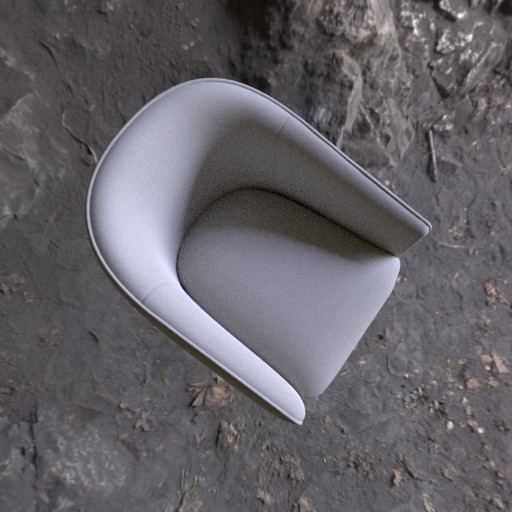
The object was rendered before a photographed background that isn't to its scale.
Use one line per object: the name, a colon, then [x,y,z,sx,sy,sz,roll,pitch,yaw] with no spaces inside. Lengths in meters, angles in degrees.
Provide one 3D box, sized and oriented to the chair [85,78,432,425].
chair: [0.000,0.000,1.479,0.875,0.799,0.747,35,78,8]
